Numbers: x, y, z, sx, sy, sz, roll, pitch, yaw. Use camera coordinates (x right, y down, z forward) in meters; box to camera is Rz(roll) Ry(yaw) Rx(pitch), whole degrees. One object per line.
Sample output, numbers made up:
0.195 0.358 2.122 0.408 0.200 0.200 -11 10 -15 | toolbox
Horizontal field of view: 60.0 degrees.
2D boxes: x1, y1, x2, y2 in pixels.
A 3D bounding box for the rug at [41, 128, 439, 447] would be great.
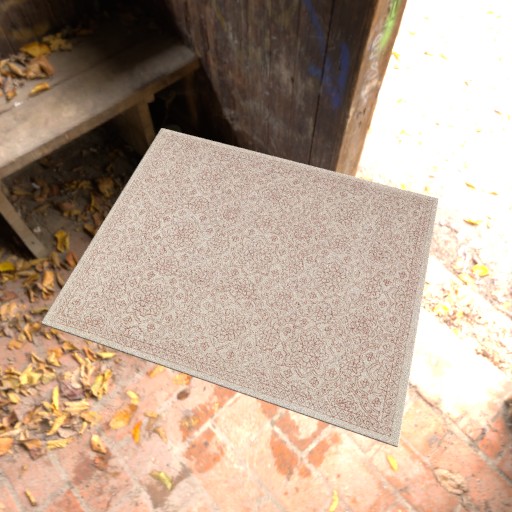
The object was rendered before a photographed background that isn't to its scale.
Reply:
0.000 0.000 4.112 3.050 0.015 2.441 16 61 9 | rug
